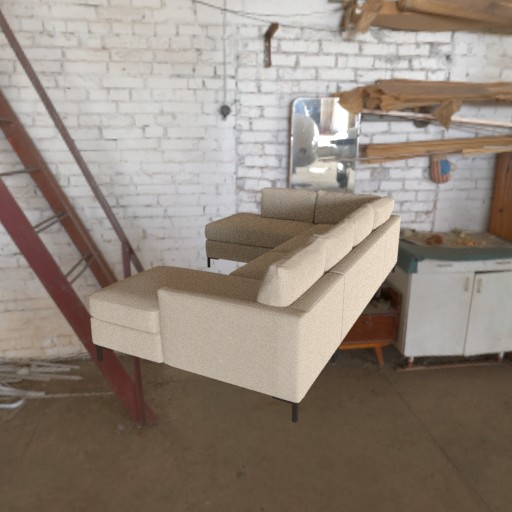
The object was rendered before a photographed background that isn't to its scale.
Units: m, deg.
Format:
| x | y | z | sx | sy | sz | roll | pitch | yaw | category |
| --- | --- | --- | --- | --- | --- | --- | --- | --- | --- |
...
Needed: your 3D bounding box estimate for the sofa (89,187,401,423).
| x | y | z | sx | sy | sz | roll | pitch | yaw | category |
| --- | --- | --- | --- | --- | --- | --- | --- | --- | --- |
| 0.000 | 0.000 | 3.906 | 1.989 | 0.862 | 2.984 | 8 | 18 | 26 | sofa |
